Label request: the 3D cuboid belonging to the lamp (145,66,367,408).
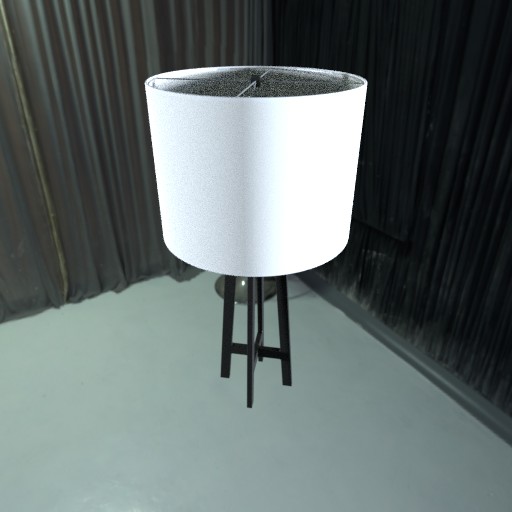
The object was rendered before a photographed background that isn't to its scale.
[{"bbox_3d":[0.000,0.000,0.643,0.257,0.489,0.257,-19,34,-30],"label":"lamp"}]
